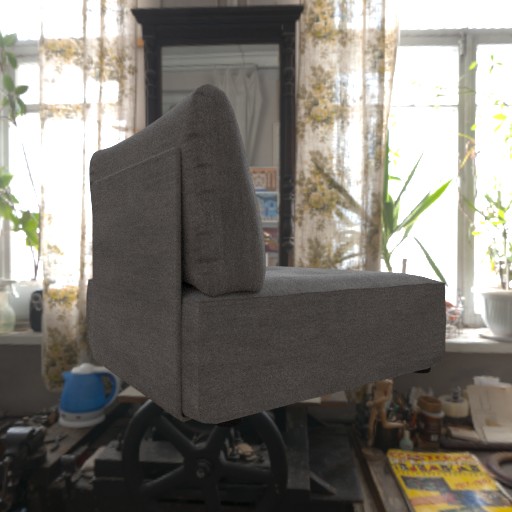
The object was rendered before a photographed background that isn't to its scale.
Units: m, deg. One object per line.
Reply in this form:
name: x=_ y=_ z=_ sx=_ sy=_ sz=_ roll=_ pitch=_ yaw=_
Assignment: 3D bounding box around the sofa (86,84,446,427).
sofa: x=0.000 y=0.000 z=1.658 sx=1.000 sy=0.820 sz=0.930 roll=-1 pitch=1 yaw=-36
